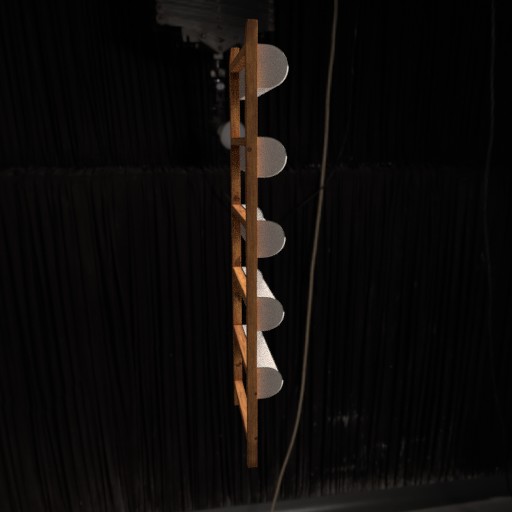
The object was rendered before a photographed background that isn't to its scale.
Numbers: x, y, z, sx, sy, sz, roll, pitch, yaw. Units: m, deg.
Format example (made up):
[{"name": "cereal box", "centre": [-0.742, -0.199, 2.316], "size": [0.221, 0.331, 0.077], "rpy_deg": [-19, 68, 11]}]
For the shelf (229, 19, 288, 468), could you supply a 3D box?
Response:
[{"name": "shelf", "centre": [0.000, 0.000, 1.767], "size": [0.141, 1.600, 0.454], "rpy_deg": [-2, 15, -9]}]
